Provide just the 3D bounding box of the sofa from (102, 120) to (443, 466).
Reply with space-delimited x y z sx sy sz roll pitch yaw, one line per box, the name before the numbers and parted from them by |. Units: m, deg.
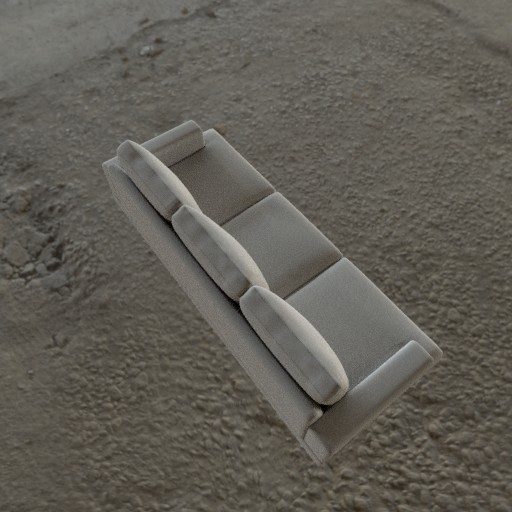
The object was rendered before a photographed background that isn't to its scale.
sofa | 0.000 0.000 2.805 0.920 0.810 2.310 -33 63 -19
